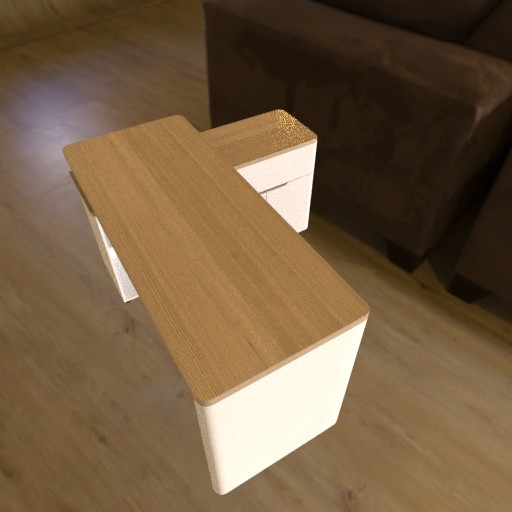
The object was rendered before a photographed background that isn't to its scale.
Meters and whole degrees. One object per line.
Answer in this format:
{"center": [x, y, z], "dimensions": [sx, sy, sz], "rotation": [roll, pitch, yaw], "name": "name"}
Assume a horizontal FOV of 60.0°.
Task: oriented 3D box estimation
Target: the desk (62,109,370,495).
{"center": [0.000, 0.000, 2.022], "dimensions": [1.175, 0.770, 1.400], "rotation": [-23, 50, -21], "name": "desk"}
